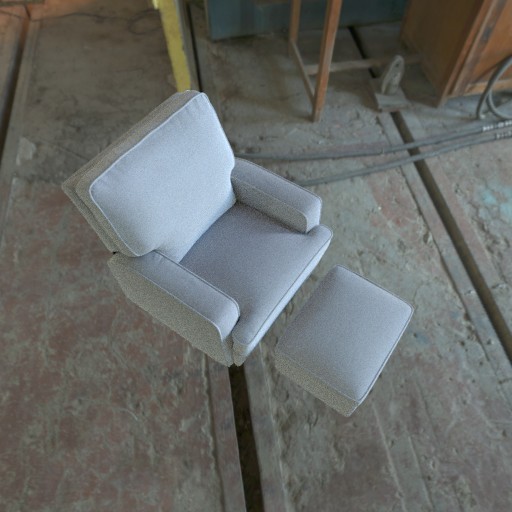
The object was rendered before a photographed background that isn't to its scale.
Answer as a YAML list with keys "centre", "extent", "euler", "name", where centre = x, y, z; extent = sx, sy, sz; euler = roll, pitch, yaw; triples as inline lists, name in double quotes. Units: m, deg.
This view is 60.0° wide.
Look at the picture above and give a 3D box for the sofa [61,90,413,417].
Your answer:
- centre: [0.000, 0.000, 2.074]
  extent: [1.472, 0.959, 0.861]
  euler: [31, 63, 18]
  name: "sofa"
